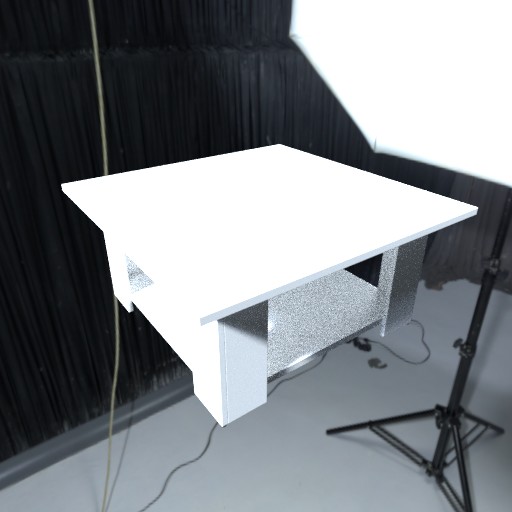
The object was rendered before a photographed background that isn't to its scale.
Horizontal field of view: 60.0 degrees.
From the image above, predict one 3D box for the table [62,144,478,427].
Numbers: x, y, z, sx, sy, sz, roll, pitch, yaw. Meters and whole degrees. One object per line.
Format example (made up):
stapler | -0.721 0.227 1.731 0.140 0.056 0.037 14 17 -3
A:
table | 0.000 0.000 1.072 0.670 0.305 0.670 -19 33 -31
